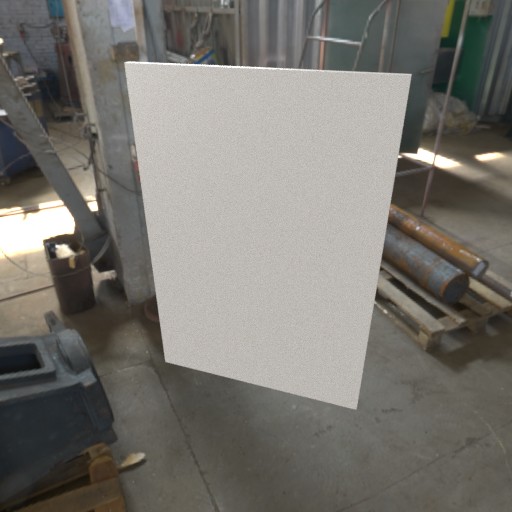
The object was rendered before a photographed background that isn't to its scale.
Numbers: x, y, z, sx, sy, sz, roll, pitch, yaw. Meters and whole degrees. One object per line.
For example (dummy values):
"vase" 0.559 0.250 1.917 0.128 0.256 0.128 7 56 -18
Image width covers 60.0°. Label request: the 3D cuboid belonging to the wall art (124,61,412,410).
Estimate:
"wall art" 0.000 0.000 0.602 0.325 0.474 0.010 9 31 16
